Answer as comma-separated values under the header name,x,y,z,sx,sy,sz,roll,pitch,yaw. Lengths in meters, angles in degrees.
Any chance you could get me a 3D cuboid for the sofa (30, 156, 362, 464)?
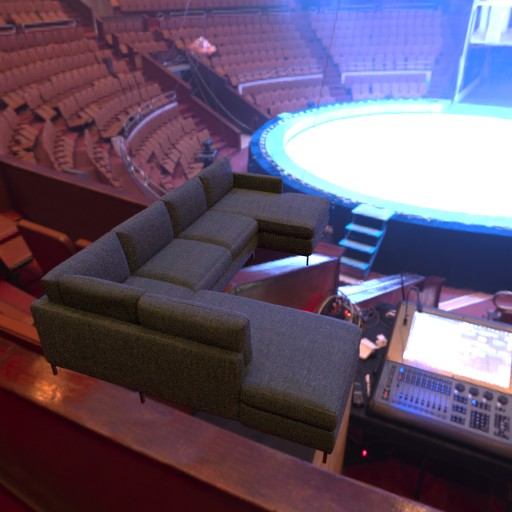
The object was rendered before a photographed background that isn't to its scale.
name,x,y,z,sx,sy,sz,roll,pitch,yaw
sofa,0.000,0.000,3.507,1.879,0.753,2.737,10,31,18
